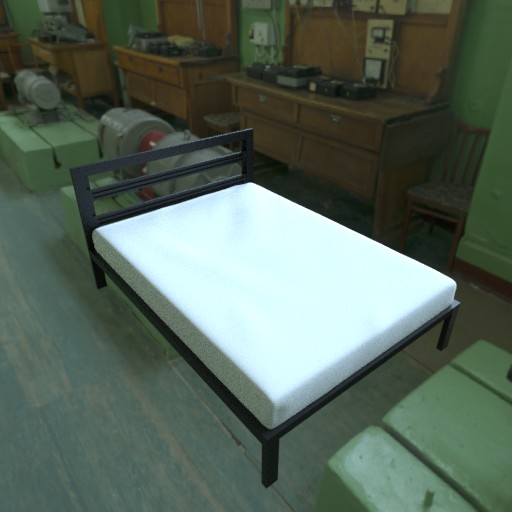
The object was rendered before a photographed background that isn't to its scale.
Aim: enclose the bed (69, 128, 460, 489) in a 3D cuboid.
[{"bbox_3d":[0.000,0.000,2.898,1.524,0.967,2.062,-23,38,-32],"label":"bed"}]
